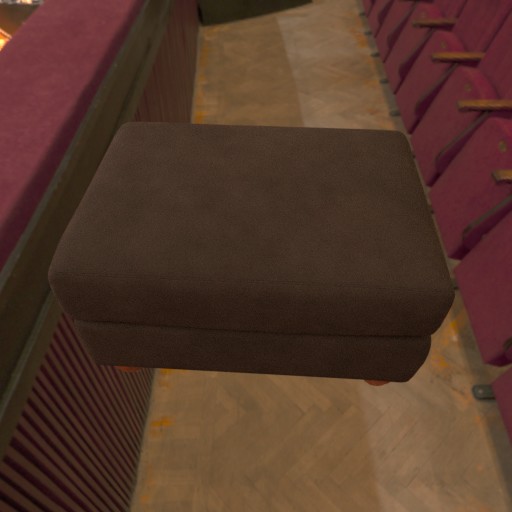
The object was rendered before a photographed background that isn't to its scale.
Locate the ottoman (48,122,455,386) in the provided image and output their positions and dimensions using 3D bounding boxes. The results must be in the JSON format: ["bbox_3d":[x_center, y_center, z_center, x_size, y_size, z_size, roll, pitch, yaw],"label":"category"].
[{"bbox_3d":[0.000,0.000,1.125,0.773,0.497,0.574,3,47,2],"label":"ottoman"}]
